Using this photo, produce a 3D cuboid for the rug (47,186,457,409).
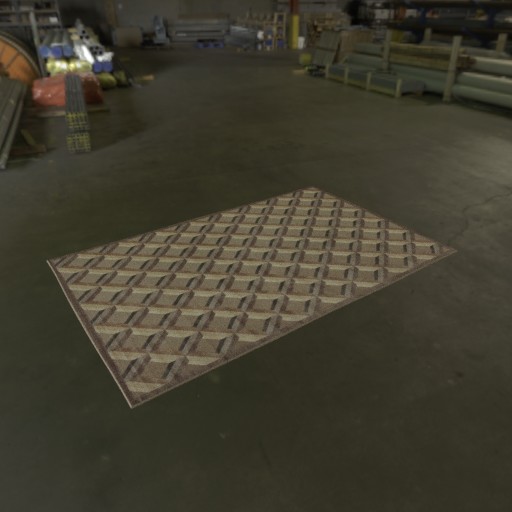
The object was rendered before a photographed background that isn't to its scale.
[{"bbox_3d":[0.000,0.000,2.129,1.677,0.011,1.066,-19,35,-30],"label":"rug"}]
